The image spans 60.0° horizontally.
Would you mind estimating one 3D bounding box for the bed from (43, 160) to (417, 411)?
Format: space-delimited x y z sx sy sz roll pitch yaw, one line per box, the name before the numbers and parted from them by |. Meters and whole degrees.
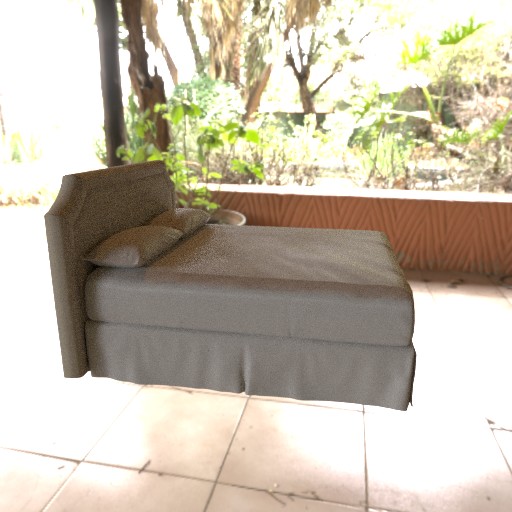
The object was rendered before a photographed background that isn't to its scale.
bed | 0.000 0.000 3.303 2.164 1.297 1.828 3 16 10
